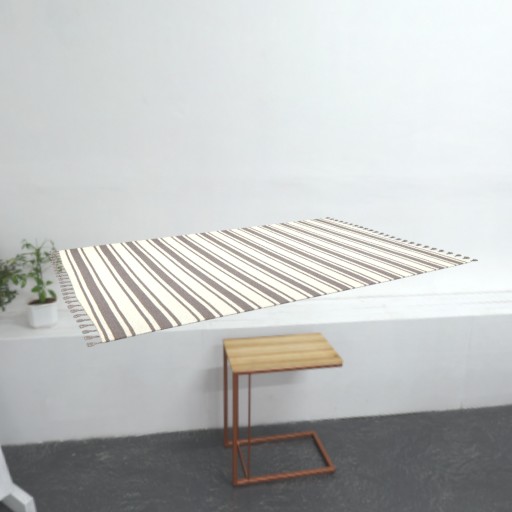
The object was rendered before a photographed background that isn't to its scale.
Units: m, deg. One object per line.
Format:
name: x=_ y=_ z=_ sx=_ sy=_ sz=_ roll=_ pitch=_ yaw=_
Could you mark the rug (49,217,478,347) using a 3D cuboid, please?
rug: x=0.000 y=0.000 z=2.951 sx=2.425 sy=0.014 sz=1.563 roll=-9 pitch=19 yaw=-27
